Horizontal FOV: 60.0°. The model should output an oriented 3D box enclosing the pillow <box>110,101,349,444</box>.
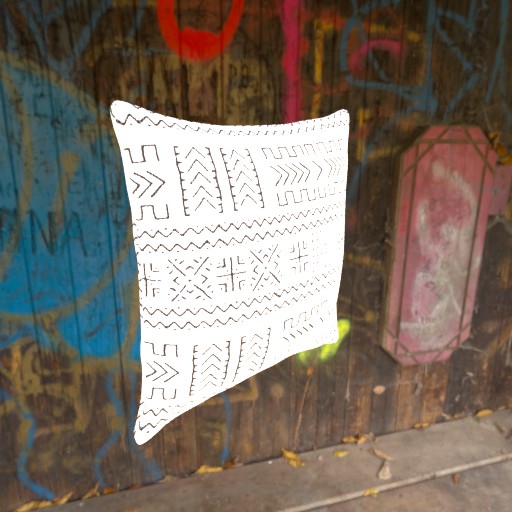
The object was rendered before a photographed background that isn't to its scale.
[{"bbox_3d":[0.000,0.000,0.663,0.438,0.430,0.164,-15,22,-42],"label":"pillow"}]
